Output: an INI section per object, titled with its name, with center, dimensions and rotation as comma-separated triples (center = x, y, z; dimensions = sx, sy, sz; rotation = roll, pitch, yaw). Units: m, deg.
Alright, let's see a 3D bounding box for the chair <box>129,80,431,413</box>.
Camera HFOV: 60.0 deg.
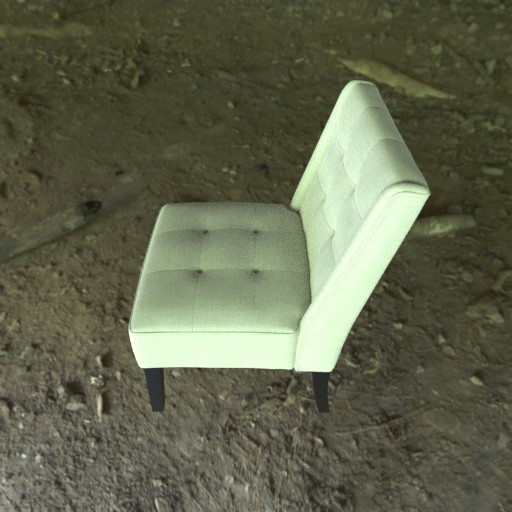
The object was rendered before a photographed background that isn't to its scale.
[chair]
center = 0.000, 0.000, 1.320
dimensions = 0.676, 0.853, 0.569
rotation = 0, 42, 0
